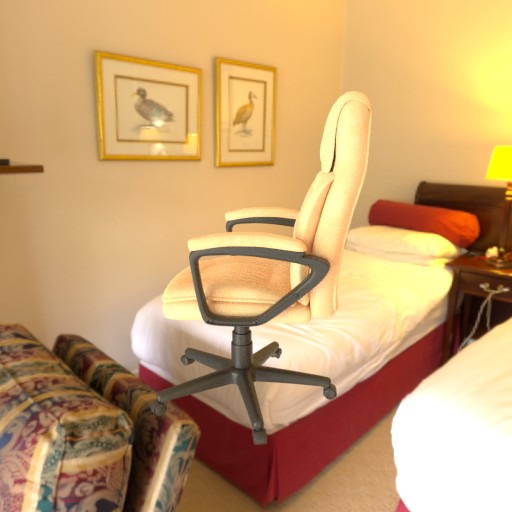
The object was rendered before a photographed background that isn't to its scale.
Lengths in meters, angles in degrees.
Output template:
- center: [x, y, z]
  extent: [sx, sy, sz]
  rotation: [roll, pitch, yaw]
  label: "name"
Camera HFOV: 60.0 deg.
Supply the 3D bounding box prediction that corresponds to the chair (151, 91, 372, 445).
- center: [0.000, 0.000, 1.614]
  extent: [0.724, 1.105, 0.667]
  rotation: [2, 14, 7]
  label: "chair"
